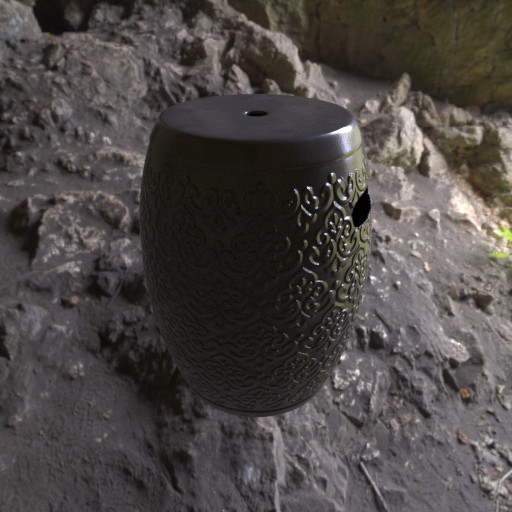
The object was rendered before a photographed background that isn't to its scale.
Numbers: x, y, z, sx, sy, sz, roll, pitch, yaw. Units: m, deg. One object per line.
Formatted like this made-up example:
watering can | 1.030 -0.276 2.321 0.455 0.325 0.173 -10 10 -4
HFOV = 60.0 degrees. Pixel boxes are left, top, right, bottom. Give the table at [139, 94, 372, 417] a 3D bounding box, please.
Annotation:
table | 0.000 0.000 0.625 0.309 0.397 0.309 0 31 0
